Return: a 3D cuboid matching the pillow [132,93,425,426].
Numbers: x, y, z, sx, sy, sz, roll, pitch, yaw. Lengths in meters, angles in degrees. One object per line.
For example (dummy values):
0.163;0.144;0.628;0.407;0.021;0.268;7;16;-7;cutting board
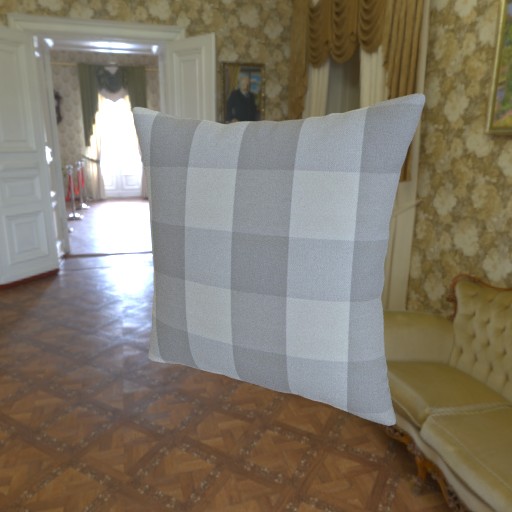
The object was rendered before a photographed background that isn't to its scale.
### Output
0.000;0.000;0.768;0.511;0.509;0.161;7;16;26;pillow
